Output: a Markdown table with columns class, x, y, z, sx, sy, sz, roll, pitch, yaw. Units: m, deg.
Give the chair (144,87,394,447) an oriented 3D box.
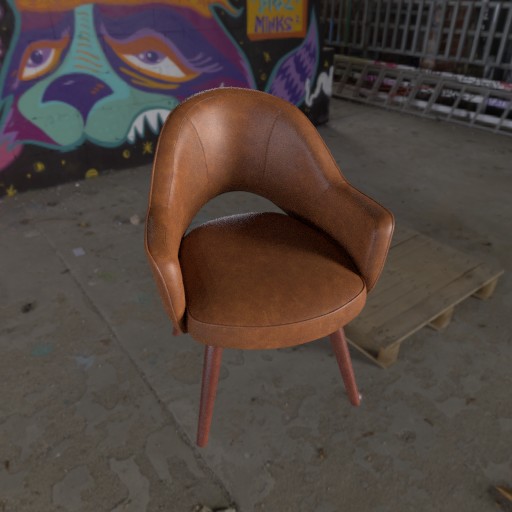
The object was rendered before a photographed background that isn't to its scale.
| class | x | y | z | sx | sy | sz | roll | pitch | yaw |
| --- | --- | --- | --- | --- | --- | --- | --- | --- | --- |
| chair | 0.000 | 0.000 | 1.227 | 0.591 | 0.777 | 0.640 | -9 | 33 | -15 |
